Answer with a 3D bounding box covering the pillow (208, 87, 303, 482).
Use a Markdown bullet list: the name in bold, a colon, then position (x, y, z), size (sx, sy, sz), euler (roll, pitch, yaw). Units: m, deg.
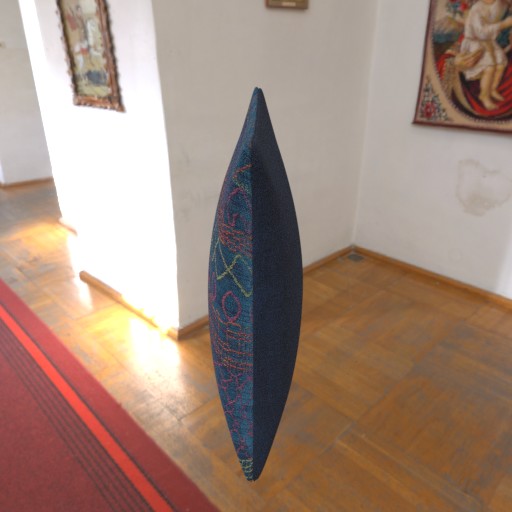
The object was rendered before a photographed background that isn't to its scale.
- **pillow**: position (0.000, 0.000, 0.654), size (0.141, 0.431, 0.431), euler (0, 26, 1)
